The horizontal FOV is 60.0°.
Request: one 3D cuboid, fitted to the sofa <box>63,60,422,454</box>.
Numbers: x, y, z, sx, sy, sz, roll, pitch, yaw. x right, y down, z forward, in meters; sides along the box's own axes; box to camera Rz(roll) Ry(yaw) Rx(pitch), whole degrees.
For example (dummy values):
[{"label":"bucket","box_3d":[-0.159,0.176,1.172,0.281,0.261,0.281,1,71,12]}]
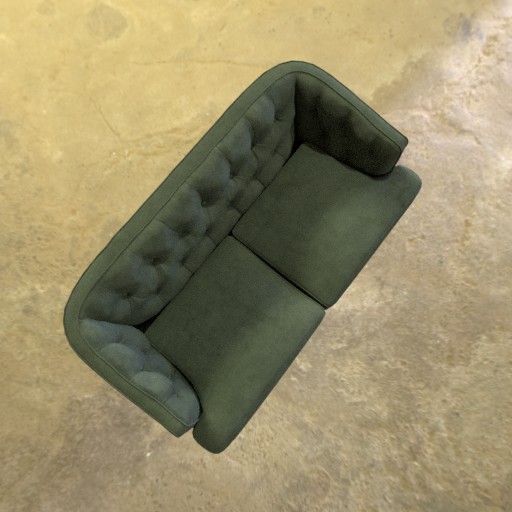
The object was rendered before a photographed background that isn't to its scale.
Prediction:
[{"label":"sofa","box_3d":[0.000,0.000,2.263,0.941,0.855,1.733,38,80,8]}]
